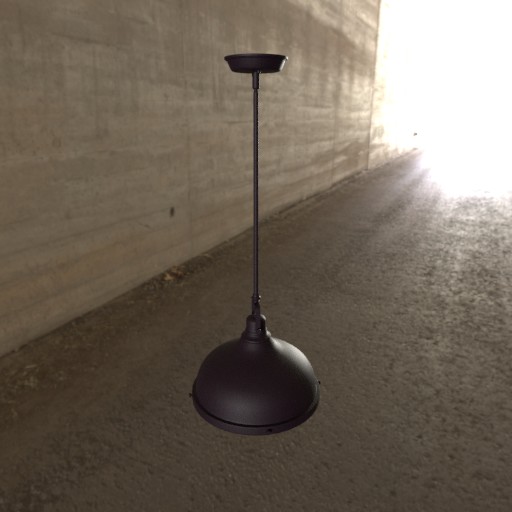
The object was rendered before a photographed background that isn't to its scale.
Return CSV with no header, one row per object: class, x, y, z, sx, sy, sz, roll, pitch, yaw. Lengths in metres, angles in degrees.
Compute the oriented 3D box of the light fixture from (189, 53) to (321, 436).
light fixture,0.000,0.000,1.032,0.341,0.849,0.341,-3,18,-9
